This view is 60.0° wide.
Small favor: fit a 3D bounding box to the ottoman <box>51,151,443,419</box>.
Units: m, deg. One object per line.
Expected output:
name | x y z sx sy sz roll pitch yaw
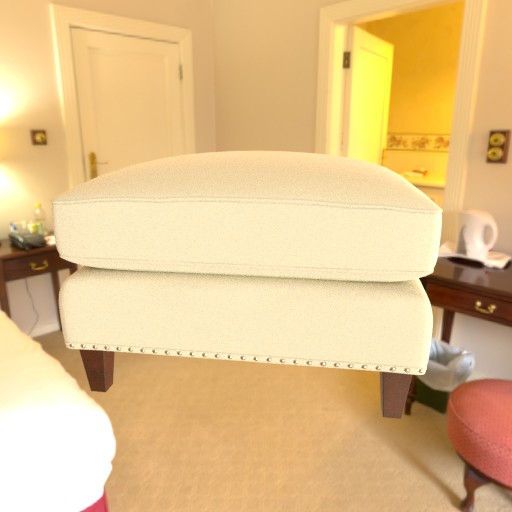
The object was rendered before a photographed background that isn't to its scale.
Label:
ottoman | 0.000 0.000 1.117 0.741 0.513 0.584 2 16 8
